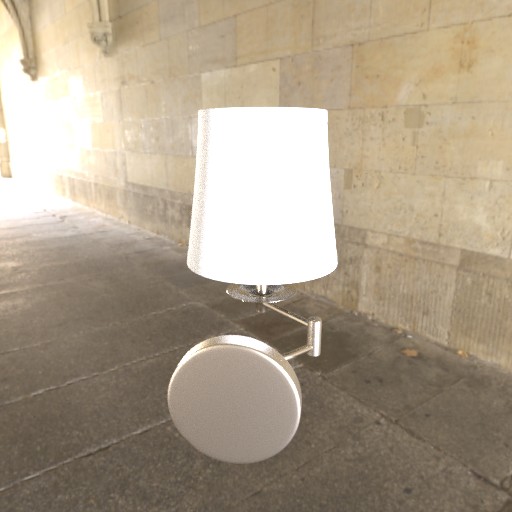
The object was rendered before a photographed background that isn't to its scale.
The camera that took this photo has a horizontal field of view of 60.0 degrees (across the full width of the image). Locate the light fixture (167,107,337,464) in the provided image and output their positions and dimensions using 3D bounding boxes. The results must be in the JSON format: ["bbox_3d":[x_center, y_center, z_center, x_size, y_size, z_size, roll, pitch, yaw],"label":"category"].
[{"bbox_3d":[0.000,0.000,0.603,0.223,0.381,0.348,2,15,8],"label":"light fixture"}]
